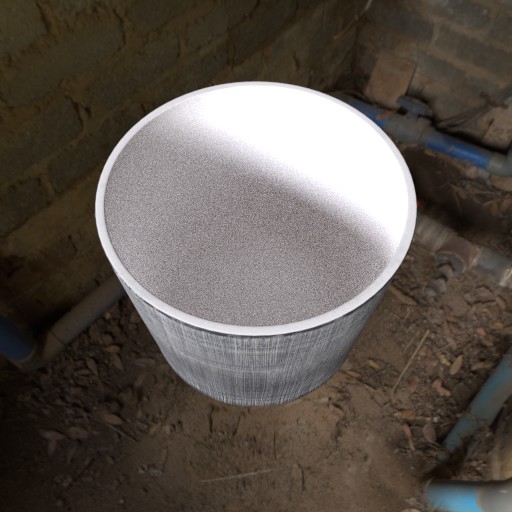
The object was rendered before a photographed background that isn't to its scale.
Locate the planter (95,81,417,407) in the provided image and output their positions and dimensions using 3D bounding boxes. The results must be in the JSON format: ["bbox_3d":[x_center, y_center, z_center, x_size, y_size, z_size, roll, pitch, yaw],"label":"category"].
[{"bbox_3d":[0.000,0.000,0.449,0.254,0.221,0.254,0,59,0],"label":"planter"}]
